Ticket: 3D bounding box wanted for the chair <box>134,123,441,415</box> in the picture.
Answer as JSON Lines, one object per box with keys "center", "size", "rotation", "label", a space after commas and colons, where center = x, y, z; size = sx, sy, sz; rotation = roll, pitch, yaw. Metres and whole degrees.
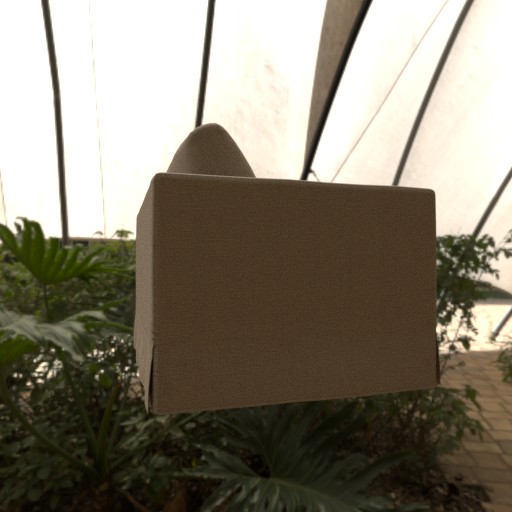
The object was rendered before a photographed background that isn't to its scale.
{"center": [0.000, 0.000, 1.862], "size": [0.957, 0.878, 1.150], "rotation": [0, -1, -17], "label": "chair"}
